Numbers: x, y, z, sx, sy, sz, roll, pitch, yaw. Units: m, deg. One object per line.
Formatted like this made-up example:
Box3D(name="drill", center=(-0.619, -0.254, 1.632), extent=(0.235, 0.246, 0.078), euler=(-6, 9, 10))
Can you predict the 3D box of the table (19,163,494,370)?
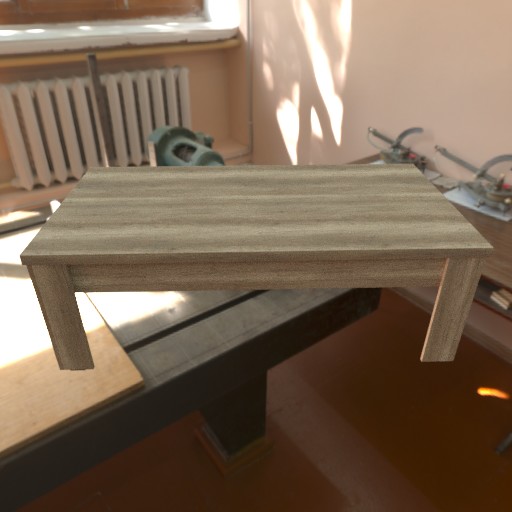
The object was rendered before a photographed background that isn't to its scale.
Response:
Box3D(name="table", center=(0.000, 0.000, 1.677), extent=(1.350, 0.460, 0.700), euler=(-1, 32, -2))
